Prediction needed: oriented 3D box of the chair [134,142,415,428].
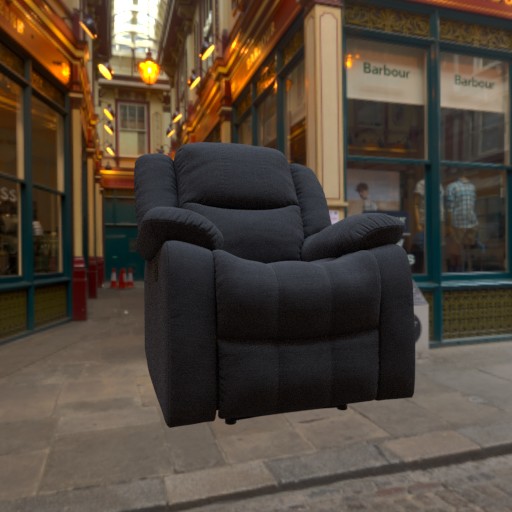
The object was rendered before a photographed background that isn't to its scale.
[{"bbox_3d":[0.000,0.000,1.717,0.899,1.008,0.944,0,1,-18],"label":"chair"}]
